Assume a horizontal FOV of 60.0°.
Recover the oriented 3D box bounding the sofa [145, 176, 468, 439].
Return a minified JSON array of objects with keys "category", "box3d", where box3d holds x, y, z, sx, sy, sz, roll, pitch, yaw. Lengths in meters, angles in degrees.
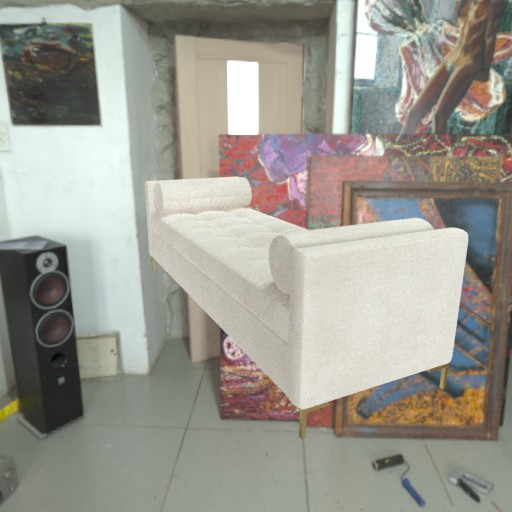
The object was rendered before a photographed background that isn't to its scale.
[{"category":"sofa","box3d":[0.000,0.000,2.325,0.686,0.635,1.981,-8,18,-25]}]
